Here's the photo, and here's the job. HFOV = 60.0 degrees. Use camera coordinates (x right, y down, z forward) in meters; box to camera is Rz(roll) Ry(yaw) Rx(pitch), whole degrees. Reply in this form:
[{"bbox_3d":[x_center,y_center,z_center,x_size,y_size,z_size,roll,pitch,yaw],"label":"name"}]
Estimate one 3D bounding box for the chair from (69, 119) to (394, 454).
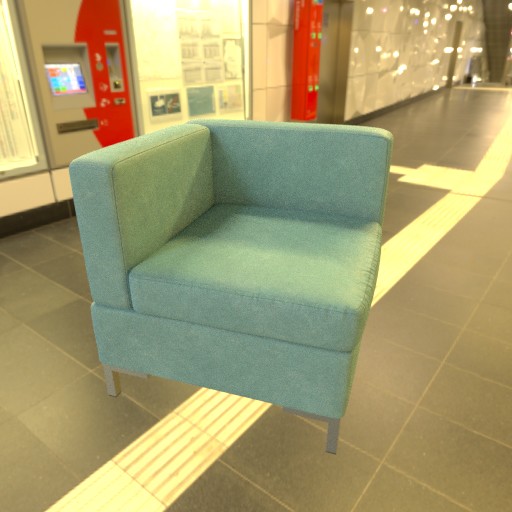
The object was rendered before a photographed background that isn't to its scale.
[{"bbox_3d":[0.000,0.000,1.263,0.680,0.660,0.680,8,26,16],"label":"chair"}]
